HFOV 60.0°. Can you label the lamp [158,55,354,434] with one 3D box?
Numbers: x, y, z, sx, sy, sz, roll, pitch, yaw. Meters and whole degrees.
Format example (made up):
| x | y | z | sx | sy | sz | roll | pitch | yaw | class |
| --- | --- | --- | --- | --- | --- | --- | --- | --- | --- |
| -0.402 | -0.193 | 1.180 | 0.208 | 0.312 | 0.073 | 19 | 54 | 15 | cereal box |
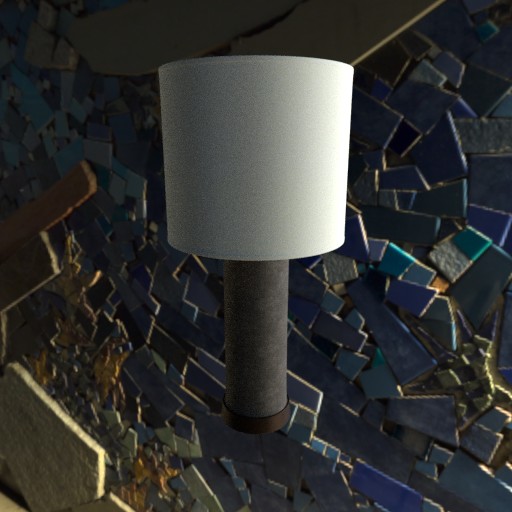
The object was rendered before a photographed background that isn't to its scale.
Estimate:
| x | y | z | sx | sy | sz | roll | pitch | yaw | class |
| --- | --- | --- | --- | --- | --- | --- | --- | --- | --- |
| 0.000 | 0.000 | 0.778 | 0.301 | 0.630 | 0.301 | -14 | 21 | -41 | lamp |
